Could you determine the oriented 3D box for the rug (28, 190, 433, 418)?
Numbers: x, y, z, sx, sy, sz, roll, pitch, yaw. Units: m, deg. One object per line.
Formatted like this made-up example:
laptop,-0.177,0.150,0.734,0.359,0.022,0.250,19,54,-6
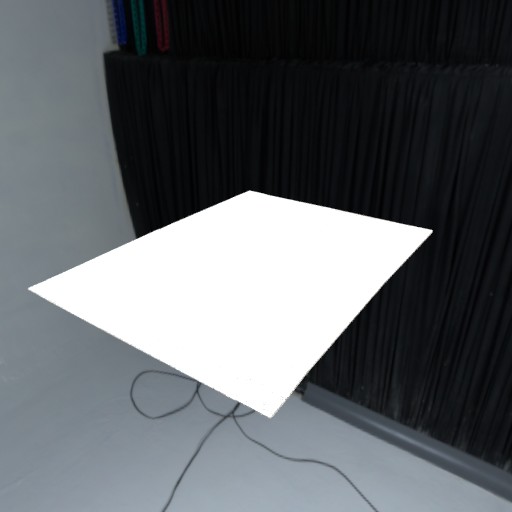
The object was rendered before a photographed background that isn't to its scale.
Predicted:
rug,0.000,0.000,5.002,2.873,0.053,3.778,17,31,31
